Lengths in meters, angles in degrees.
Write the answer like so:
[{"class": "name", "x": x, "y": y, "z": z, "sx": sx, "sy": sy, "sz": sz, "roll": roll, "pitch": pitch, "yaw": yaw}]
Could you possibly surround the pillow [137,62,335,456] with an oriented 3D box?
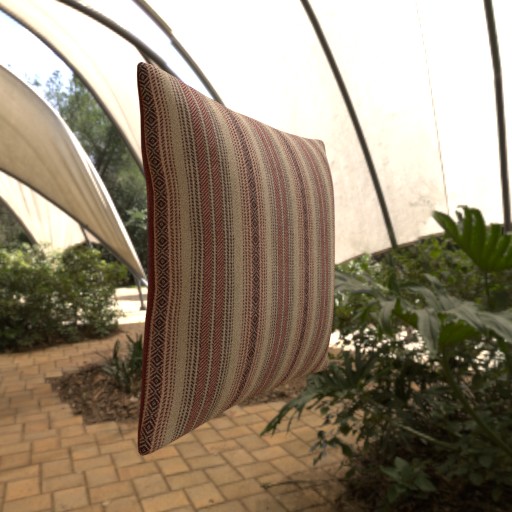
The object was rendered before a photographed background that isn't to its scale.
[{"class": "pillow", "x": 0.000, "y": 0.000, "z": 0.761, "sx": 0.166, "sy": 0.497, "sz": 0.513, "roll": 0, "pitch": 1, "yaw": 35}]
